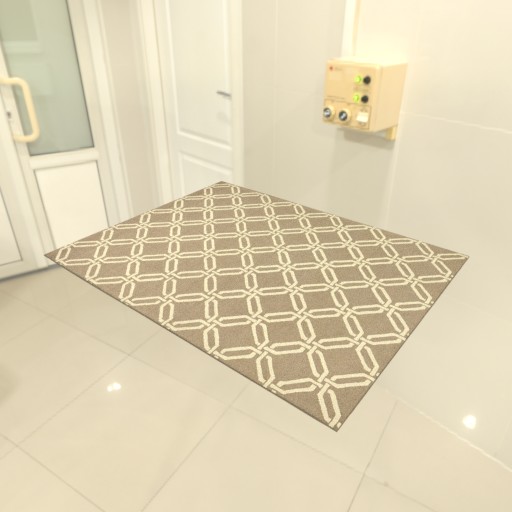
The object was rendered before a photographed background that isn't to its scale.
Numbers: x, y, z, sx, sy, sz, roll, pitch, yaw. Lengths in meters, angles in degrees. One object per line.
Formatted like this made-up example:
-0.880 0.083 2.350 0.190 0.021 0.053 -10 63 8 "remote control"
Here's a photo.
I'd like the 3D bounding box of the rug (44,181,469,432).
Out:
0.000 0.000 3.836 2.895 0.018 2.288 22 37 33 "rug"
